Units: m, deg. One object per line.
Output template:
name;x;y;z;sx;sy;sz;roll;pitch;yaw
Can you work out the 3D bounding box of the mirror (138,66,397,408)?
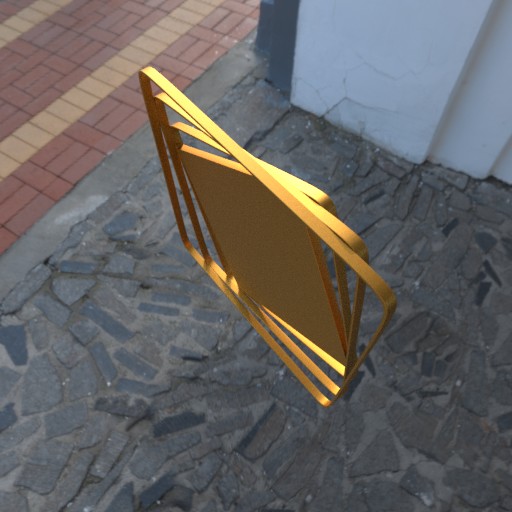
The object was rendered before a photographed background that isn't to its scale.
mirror;0.000;0.000;0.710;0.045;0.468;0.470;-35;65;-19
